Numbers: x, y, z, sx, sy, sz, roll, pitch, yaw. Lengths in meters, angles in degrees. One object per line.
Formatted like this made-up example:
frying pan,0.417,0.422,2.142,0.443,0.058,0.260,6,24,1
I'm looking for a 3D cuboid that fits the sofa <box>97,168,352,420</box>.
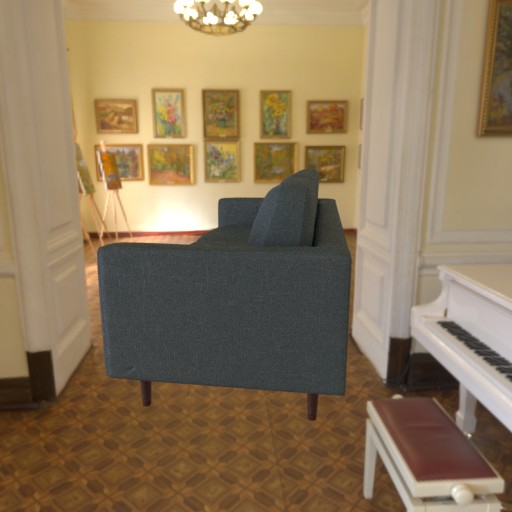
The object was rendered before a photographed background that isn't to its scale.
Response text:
sofa,0.000,0.000,2.536,0.935,0.945,2.013,2,13,8
